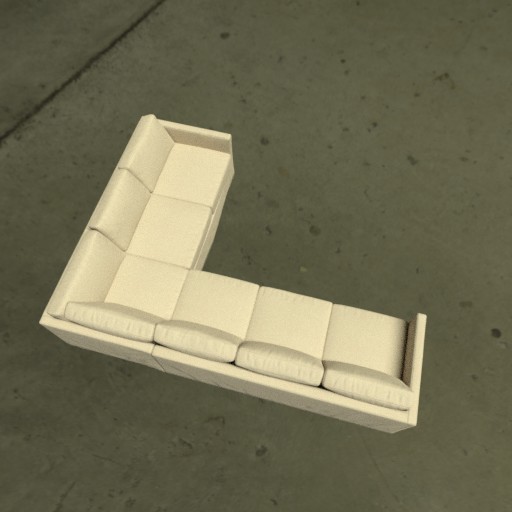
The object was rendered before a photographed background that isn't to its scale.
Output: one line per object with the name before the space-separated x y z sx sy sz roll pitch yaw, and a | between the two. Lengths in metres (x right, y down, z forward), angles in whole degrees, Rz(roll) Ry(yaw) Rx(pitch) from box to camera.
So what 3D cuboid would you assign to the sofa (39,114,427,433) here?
sofa | 0.000 0.000 4.296 3.182 0.871 2.432 13 64 7
